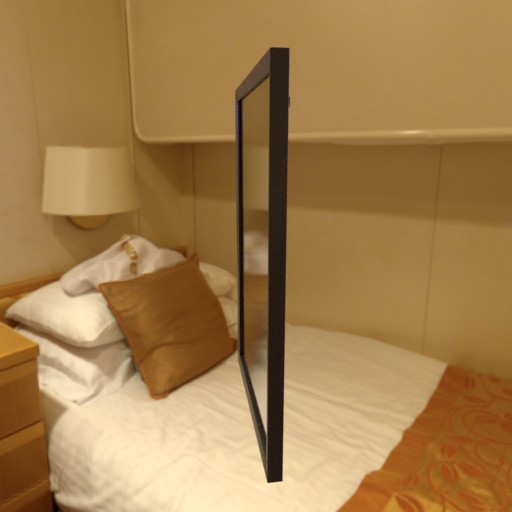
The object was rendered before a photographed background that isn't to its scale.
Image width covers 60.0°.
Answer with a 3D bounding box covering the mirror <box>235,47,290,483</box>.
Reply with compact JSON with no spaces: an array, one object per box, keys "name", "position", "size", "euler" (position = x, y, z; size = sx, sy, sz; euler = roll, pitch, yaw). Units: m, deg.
[{"name":"mirror","position":[0.000,0.000,1.195],"size":[0.040,0.915,0.609],"euler":[-2,14,-8]}]
